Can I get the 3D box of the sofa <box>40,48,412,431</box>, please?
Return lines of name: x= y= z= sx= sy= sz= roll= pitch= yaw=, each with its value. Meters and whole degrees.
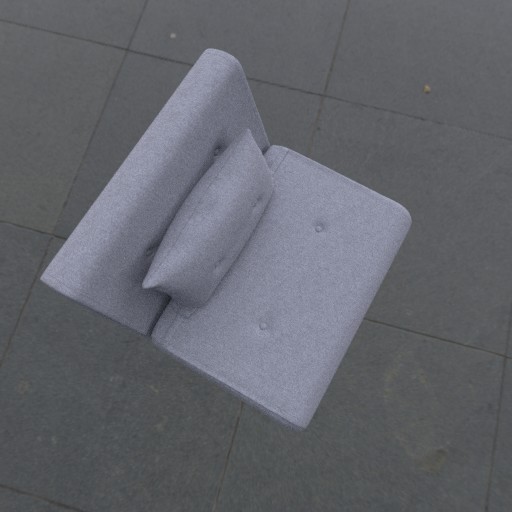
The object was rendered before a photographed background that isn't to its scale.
sofa: x=0.000 y=0.000 z=1.781 sx=1.000 sy=0.825 sz=1.020 roll=29 pitch=77 yaw=8
